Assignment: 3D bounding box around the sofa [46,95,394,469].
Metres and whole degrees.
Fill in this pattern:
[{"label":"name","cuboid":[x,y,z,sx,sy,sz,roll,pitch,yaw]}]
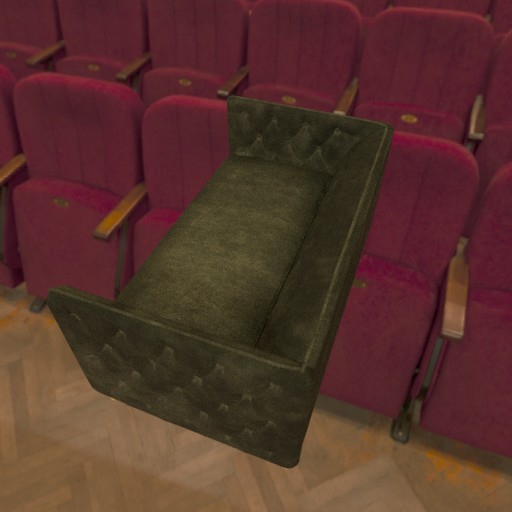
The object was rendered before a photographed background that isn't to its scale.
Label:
[{"label":"sofa","cuboid":[0.000,0.000,2.039,0.895,0.768,1.537,15,47,15]}]
